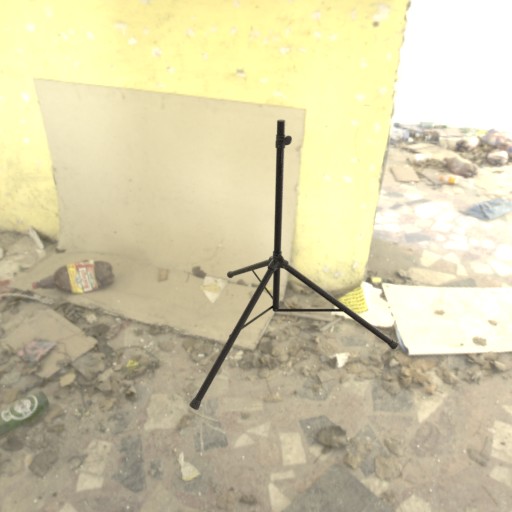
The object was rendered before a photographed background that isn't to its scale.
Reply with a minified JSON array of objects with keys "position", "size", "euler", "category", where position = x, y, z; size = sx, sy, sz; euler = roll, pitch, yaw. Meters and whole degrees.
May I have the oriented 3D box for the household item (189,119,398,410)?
[{"position":[0.000,0.000,2.790],"size":[1.596,1.595,1.339],"euler":[22,37,32],"category":"household item"}]
